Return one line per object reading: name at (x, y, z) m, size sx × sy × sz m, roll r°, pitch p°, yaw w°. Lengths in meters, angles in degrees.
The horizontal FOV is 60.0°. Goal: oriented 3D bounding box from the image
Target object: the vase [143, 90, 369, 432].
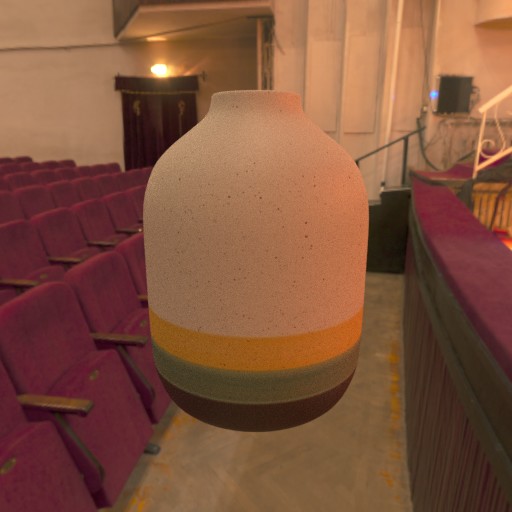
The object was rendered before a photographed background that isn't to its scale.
vase at (0.000, 0.000, 0.350) m, size 0.169 × 0.240 × 0.169 m, roll 0°, pitch 15°, yaw 0°
